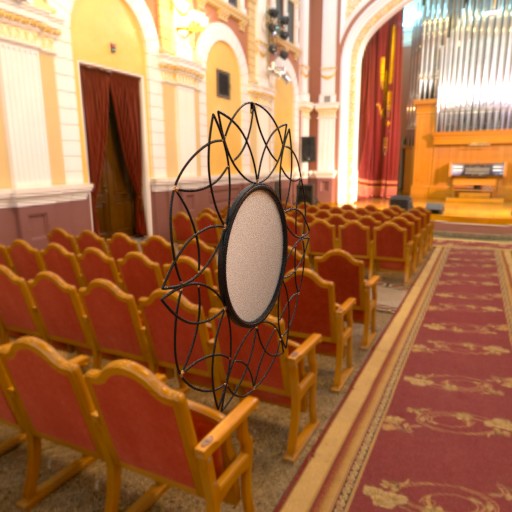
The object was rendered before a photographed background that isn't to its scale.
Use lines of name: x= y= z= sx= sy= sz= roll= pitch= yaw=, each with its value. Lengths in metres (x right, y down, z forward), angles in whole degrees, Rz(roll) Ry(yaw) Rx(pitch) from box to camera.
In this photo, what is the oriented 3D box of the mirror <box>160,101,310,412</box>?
mirror: x=0.000 y=0.000 z=1.170 sx=0.028 sy=0.775 sz=0.797 roll=6 pitch=13 yaw=26
